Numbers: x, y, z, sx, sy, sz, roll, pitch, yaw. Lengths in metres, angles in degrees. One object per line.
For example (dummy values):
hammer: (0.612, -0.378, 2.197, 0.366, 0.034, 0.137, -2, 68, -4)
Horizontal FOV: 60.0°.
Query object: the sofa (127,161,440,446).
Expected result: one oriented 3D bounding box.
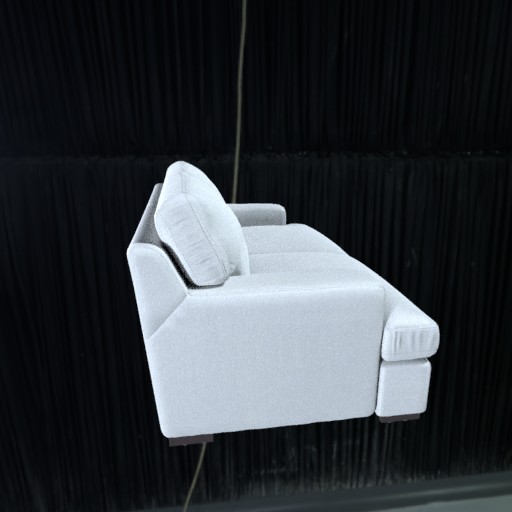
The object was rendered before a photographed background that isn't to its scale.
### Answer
sofa: (0.000, 0.000, 2.432, 1.143, 0.940, 1.880, -3, 16, -9)
